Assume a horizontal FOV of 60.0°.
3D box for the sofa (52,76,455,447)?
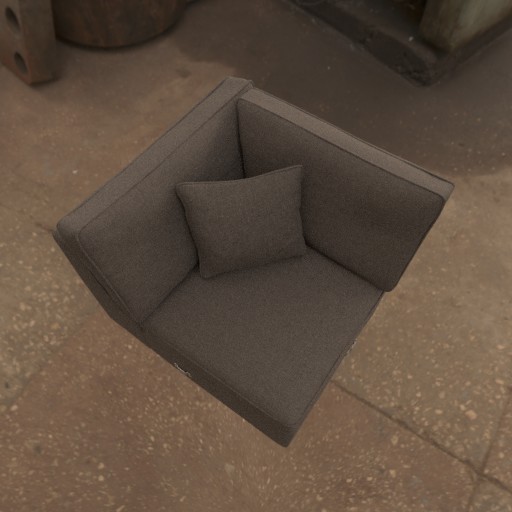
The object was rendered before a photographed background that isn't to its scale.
[{"bbox_3d":[0.000,0.000,1.946,1.146,1.002,1.084,31,64,17],"label":"sofa"}]
